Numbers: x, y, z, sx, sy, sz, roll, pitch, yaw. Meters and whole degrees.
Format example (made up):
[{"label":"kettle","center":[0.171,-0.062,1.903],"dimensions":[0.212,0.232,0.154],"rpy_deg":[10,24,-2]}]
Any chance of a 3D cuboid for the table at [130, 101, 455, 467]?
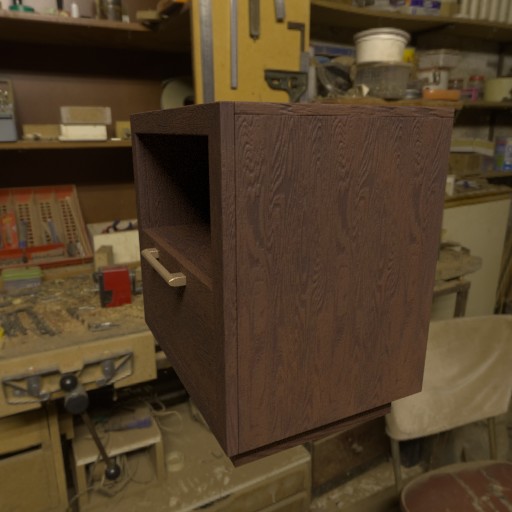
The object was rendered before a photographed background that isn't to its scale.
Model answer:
[{"label":"table","center":[0.000,0.000,0.941],"dimensions":[0.439,0.585,0.560],"rpy_deg":[-8,18,-25]}]
